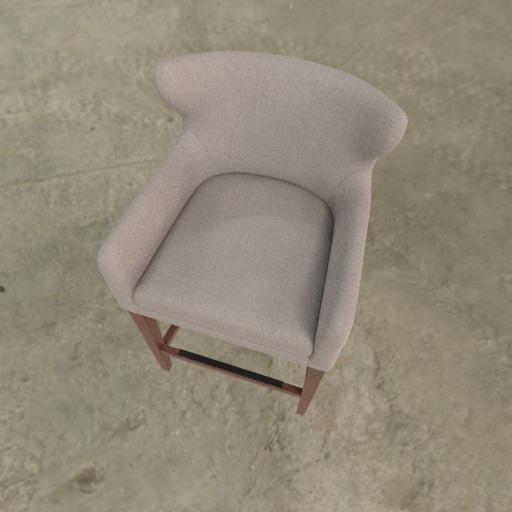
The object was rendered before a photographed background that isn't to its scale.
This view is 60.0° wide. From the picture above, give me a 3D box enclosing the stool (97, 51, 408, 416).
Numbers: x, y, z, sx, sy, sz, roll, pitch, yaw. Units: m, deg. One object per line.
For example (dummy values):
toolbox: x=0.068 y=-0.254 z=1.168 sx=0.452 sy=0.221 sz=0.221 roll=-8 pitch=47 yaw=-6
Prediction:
stool: x=0.000 y=0.000 z=1.278 sx=0.575 sy=0.951 sz=0.575 roll=15 pitch=60 yaw=9
